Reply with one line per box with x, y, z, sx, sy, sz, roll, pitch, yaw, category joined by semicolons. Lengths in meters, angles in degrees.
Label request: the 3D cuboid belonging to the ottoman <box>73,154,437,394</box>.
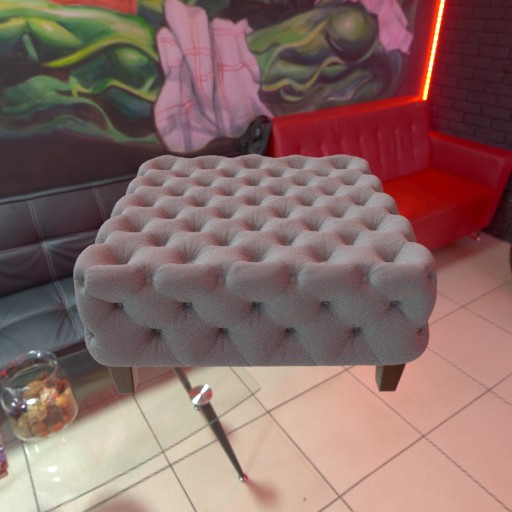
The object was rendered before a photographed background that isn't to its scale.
0.000;0.000;1.489;0.911;0.439;0.917;0;30;-1;ottoman
